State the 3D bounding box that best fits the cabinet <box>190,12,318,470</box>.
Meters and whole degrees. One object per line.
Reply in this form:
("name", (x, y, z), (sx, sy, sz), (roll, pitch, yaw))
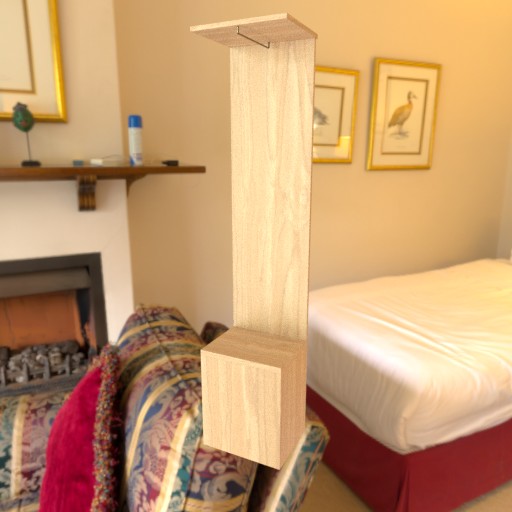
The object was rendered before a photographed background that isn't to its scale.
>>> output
("cabinet", (0.000, 0.000, 2.015), (0.411, 1.879, 0.338), (7, 15, 26))
